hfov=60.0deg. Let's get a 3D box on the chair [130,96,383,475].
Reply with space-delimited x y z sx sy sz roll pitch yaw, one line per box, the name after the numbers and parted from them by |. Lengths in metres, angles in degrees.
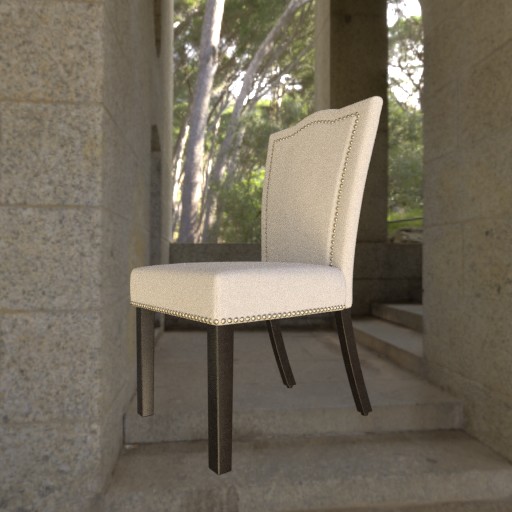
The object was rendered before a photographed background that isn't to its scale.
0.000 0.000 1.301 0.589 0.946 0.518 0 0 -36 | chair
